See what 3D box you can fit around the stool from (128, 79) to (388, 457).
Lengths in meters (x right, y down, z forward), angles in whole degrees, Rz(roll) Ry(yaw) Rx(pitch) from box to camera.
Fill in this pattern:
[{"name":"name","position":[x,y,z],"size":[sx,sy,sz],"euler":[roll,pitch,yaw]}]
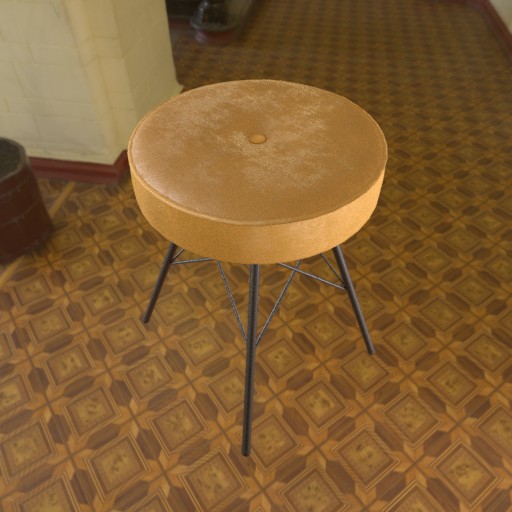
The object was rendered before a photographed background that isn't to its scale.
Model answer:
[{"name":"stool","position":[0.000,0.000,0.936],"size":[0.438,0.595,0.472],"euler":[-28,53,-24]}]
